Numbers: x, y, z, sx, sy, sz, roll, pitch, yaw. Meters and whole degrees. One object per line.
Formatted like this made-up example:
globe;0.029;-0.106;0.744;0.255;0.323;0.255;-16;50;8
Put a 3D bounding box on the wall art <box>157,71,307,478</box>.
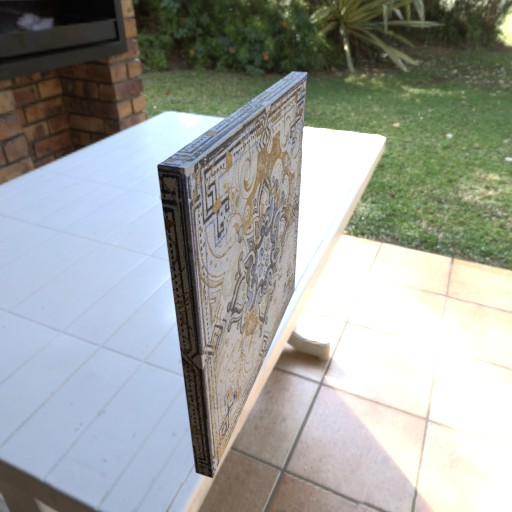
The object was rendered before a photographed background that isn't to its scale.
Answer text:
wall art;0.000;0.000;0.908;0.036;0.607;0.609;10;34;16
